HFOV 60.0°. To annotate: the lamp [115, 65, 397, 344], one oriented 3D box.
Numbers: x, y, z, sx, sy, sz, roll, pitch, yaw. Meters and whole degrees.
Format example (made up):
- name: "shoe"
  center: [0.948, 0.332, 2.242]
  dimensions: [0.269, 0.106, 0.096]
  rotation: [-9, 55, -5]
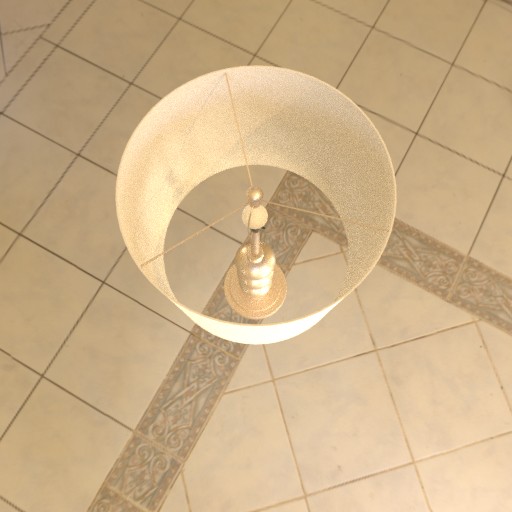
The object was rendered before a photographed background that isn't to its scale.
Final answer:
- name: "lamp"
  center: [0.000, 0.000, 0.693]
  dimensions: [0.277, 0.538, 0.277]
  rotation: [19, 76, 5]
